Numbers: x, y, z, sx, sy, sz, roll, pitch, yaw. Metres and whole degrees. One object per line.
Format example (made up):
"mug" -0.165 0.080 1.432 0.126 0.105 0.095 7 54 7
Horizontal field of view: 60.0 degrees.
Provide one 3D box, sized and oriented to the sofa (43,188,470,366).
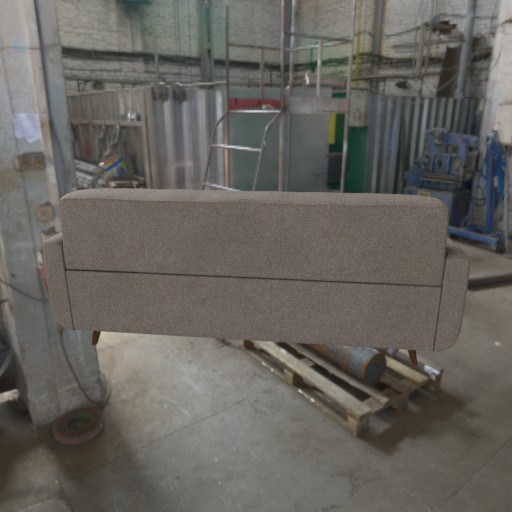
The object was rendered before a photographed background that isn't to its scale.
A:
"sofa" 0.000 0.000 2.537 2.029 0.841 0.909 2 18 7
